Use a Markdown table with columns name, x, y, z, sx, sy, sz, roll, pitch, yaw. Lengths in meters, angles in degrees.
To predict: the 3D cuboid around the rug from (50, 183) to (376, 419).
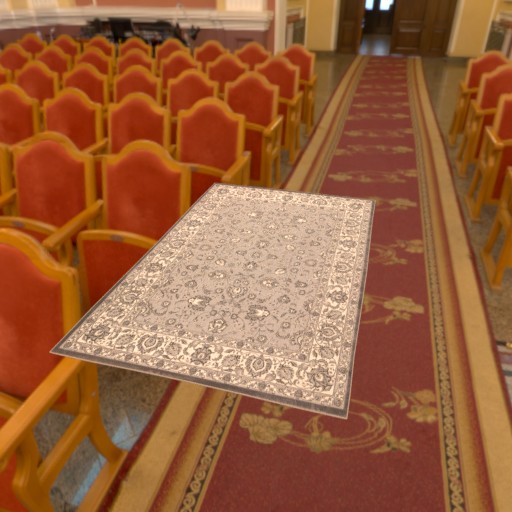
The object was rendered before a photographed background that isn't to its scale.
| name | x | y | z | sx | sy | sz | roll | pitch | yaw |
| --- | --- | --- | --- | --- | --- | --- | --- | --- | --- |
| rug | 0.000 | 0.000 | 3.105 | 1.524 | 0.011 | 2.438 | 8 | 32 | 14 |
